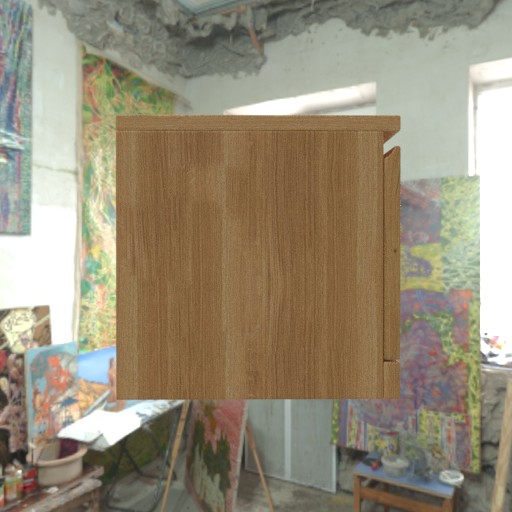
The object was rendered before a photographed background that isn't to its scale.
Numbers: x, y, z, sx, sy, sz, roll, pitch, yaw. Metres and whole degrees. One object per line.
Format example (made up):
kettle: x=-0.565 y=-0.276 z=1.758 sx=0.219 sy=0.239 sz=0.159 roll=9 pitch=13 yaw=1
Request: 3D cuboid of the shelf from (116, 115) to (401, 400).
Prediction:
shelf: x=0.000 y=0.000 z=1.021 sx=0.400 sy=0.400 sz=0.800 roll=0 pitch=0 yaw=-1
